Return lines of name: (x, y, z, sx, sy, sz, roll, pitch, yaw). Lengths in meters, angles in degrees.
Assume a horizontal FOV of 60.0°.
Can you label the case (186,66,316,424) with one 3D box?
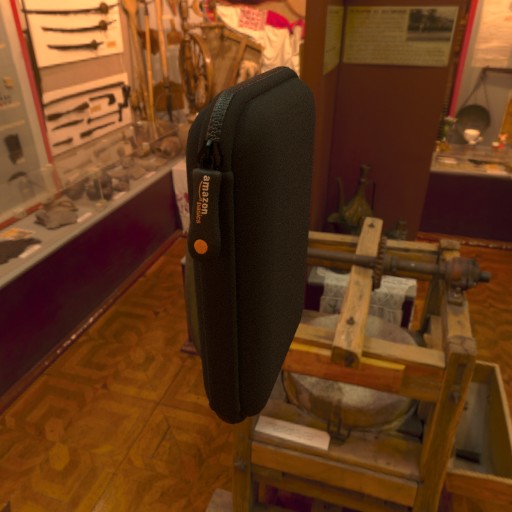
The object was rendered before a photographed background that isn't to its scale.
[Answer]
case: (0.000, 0.000, 0.196, 0.030, 0.147, 0.107, 10, 31, 16)
